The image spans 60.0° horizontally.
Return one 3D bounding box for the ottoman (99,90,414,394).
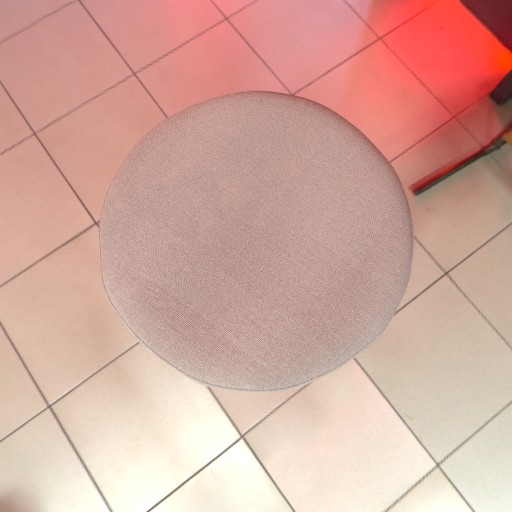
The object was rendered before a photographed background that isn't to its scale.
[{"bbox_3d":[0.000,0.000,0.857,0.497,0.409,0.497,0,75,0],"label":"ottoman"}]
